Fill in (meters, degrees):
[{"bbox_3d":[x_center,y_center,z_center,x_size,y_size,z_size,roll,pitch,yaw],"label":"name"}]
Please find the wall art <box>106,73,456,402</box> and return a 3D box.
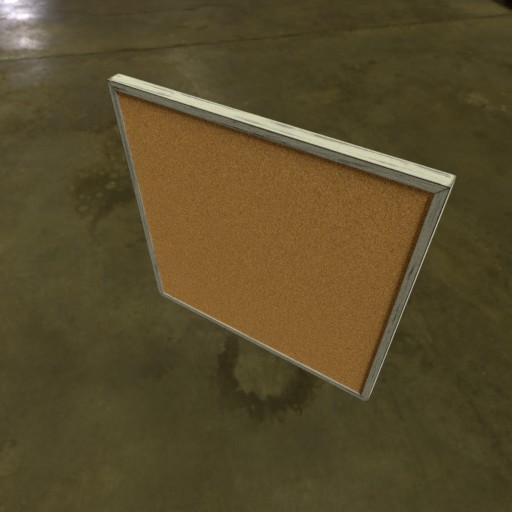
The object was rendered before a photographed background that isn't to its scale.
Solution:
[{"bbox_3d":[0.000,0.000,1.139,0.761,0.761,0.037,24,50,21],"label":"wall art"}]
